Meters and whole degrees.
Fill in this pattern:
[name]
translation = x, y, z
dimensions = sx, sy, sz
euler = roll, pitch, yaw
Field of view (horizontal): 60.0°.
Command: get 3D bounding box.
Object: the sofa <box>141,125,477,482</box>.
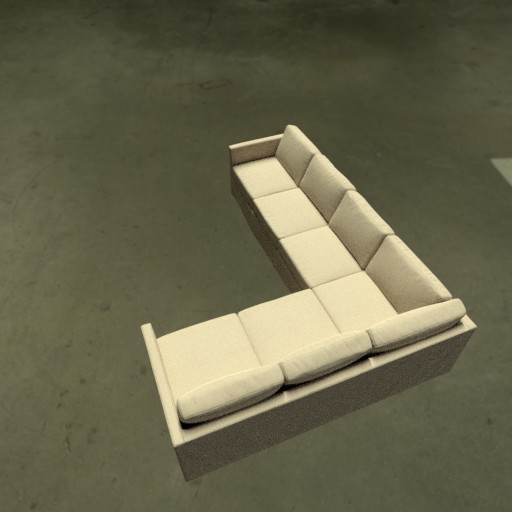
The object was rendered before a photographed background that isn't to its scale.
[sofa]
translation = 0.000, 0.000, 4.295
dimensions = 2.432, 0.871, 3.182
euler = -16, 48, -15
